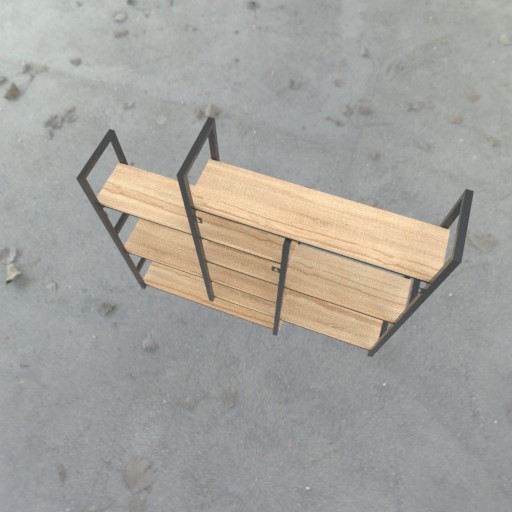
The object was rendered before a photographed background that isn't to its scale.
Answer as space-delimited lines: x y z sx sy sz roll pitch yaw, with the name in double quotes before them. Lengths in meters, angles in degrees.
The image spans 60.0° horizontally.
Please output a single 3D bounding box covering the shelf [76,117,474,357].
"shelf" 0.000 0.000 1.403 0.946 0.921 0.183 18 65 9
